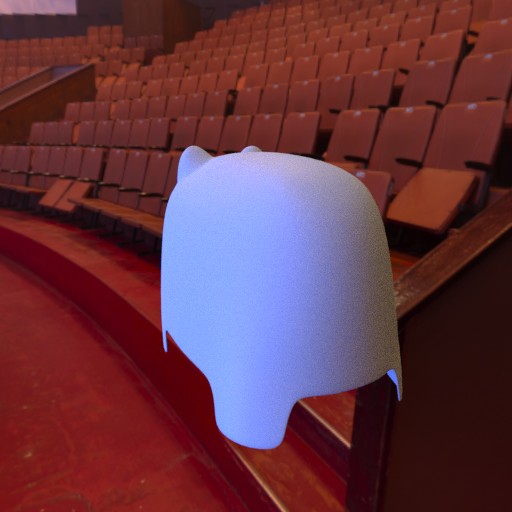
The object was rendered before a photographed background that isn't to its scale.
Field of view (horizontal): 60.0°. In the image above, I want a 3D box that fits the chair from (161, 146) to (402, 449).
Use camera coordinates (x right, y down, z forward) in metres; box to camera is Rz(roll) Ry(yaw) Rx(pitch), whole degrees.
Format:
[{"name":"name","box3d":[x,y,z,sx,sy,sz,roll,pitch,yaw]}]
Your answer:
[{"name":"chair","box3d":[0.000,0.000,0.878,0.364,0.423,0.619,-8,16,-28]}]
